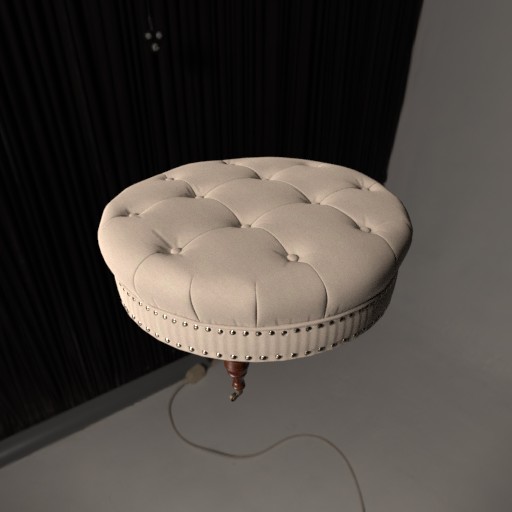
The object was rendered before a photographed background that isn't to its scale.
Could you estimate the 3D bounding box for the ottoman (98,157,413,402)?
[{"bbox_3d":[0.000,0.000,1.392,0.901,0.439,0.901,0,30,0],"label":"ottoman"}]
